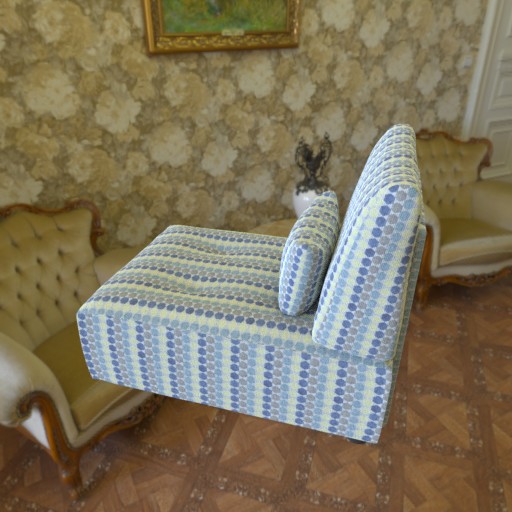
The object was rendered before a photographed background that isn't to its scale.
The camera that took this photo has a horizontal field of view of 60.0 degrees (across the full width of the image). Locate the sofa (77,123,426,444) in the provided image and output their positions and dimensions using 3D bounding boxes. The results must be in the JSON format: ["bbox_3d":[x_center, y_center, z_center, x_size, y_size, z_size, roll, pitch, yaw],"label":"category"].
[{"bbox_3d":[0.000,0.000,1.529,1.000,0.820,0.700,8,29,14],"label":"sofa"}]
